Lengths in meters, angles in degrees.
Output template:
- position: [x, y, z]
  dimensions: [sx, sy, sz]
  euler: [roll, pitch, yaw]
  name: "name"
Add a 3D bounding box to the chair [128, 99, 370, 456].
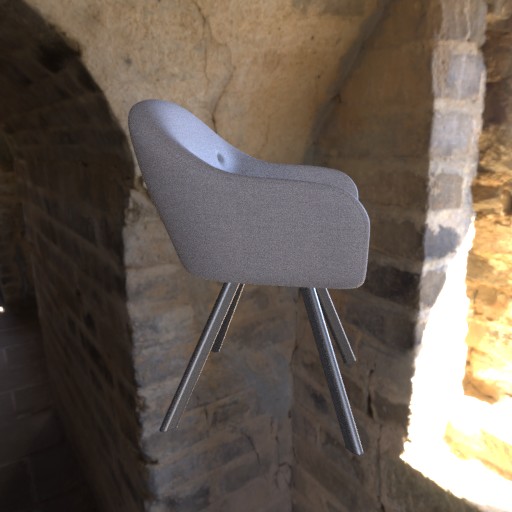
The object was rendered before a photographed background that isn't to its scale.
- position: [0.000, 0.000, 1.160]
  dimensions: [0.570, 0.780, 0.540]
  euler: [3, 15, 10]
  name: "chair"
